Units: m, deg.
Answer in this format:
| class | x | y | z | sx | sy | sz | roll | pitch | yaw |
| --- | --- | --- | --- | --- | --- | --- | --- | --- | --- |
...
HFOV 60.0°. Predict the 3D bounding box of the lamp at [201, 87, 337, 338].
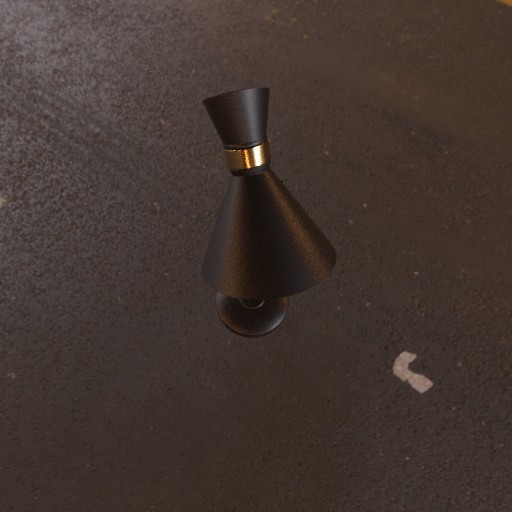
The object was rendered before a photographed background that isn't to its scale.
| class | x | y | z | sx | sy | sz | roll | pitch | yaw |
| --- | --- | --- | --- | --- | --- | --- | --- | --- | --- |
| lamp | 0.000 | 0.000 | 0.763 | 0.189 | 0.647 | 0.292 | -13 | 65 | -6 |
